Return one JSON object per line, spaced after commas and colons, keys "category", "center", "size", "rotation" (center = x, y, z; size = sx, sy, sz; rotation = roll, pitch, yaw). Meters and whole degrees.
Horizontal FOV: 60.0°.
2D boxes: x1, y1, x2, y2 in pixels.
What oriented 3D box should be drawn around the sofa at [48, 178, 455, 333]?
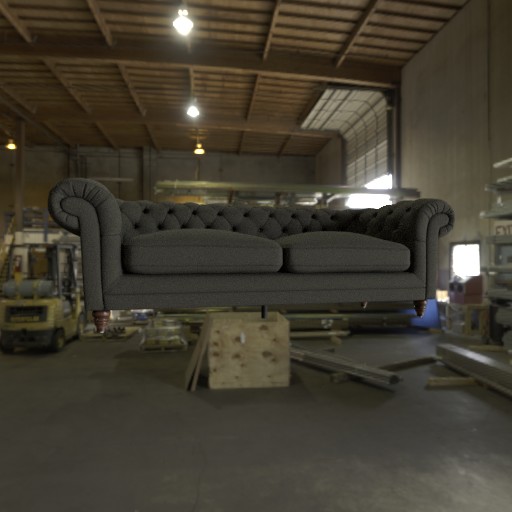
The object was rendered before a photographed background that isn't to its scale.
{"category": "sofa", "center": [0.000, 0.000, 2.848], "size": [2.362, 0.762, 0.991], "rotation": [0, -1, -19]}
